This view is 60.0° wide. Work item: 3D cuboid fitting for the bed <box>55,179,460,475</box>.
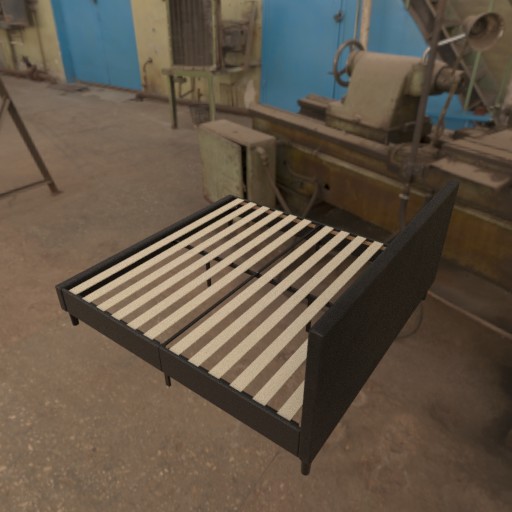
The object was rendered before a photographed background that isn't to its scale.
[{"bbox_3d":[0.000,0.000,3.293,2.152,1.046,2.018,21,38,30],"label":"bed"}]
